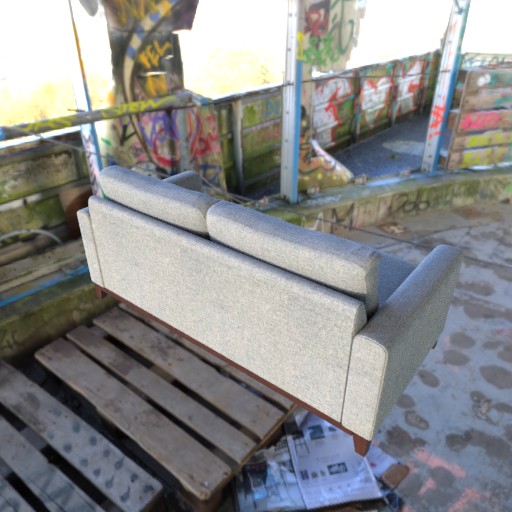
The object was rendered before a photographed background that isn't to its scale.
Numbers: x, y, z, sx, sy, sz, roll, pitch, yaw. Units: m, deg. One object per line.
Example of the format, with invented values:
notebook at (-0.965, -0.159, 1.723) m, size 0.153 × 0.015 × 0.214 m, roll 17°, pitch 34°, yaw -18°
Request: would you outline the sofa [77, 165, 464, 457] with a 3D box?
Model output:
sofa at (0.000, 0.000, 2.517) m, size 1.978 × 0.892 × 0.969 m, roll 21°, pitch 36°, yaw 32°
